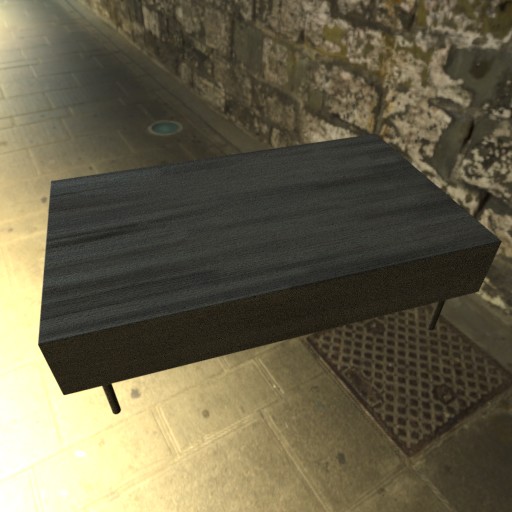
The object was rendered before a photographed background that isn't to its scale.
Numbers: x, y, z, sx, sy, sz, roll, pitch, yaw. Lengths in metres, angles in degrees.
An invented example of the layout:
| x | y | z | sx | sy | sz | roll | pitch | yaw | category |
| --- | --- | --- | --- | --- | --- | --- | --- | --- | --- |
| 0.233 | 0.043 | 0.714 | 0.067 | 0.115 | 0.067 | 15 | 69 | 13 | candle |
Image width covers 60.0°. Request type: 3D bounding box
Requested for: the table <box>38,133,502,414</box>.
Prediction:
| x | y | z | sx | sy | sz | roll | pitch | yaw | category |
| --- | --- | --- | --- | --- | --- | --- | --- | --- | --- |
| 0.000 | 0.000 | 1.328 | 1.088 | 0.347 | 0.643 | -11 | 42 | -13 | table |
